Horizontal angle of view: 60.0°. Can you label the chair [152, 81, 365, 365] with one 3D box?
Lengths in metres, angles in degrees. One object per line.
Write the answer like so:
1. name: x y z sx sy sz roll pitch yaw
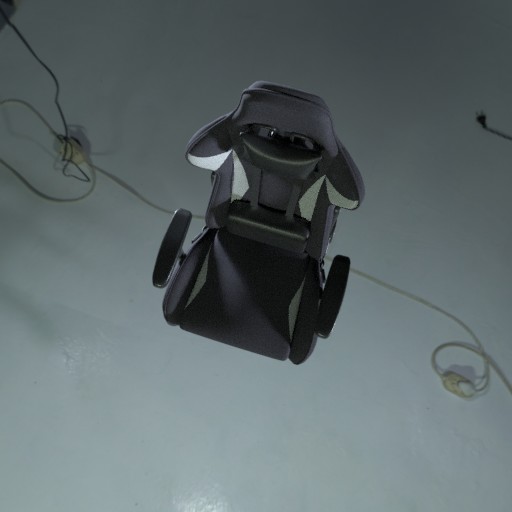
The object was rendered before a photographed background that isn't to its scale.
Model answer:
1. chair: 0.000 0.000 1.733 0.730 1.300 0.695 16 75 4
